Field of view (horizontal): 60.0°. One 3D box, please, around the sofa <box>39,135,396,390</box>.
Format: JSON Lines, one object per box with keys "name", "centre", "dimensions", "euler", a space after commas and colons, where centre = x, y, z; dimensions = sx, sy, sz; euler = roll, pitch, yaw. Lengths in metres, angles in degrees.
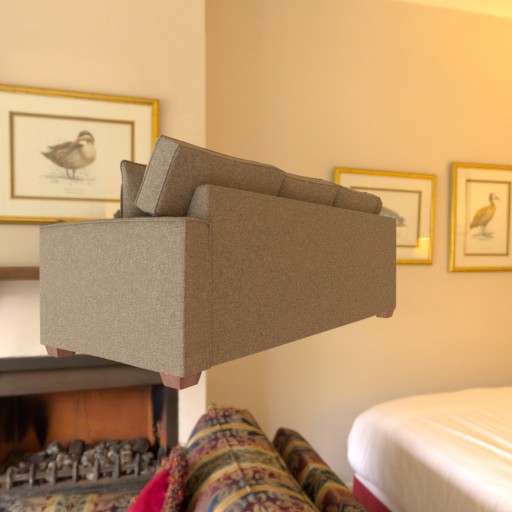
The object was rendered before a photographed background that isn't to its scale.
{"name": "sofa", "centre": [0.000, 0.000, 2.810], "dimensions": [1.061, 0.962, 2.317], "euler": [0, 1, 36]}
